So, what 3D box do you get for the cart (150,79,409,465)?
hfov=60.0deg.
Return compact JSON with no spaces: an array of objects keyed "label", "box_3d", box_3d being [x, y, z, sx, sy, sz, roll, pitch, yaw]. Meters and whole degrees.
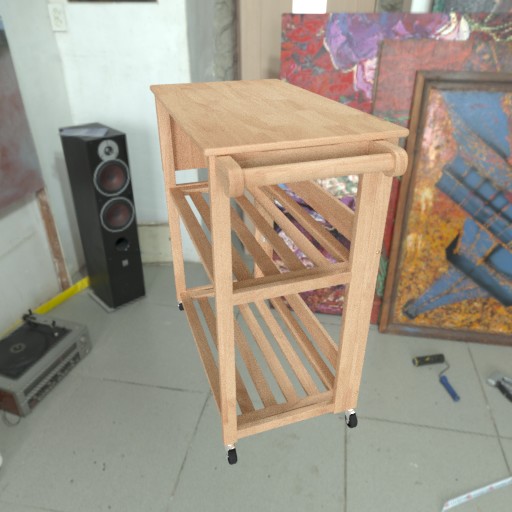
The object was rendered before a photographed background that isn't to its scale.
[{"label":"cart","box_3d":[0.000,0.000,1.337,0.432,0.879,0.853,-10,31,-16]}]
